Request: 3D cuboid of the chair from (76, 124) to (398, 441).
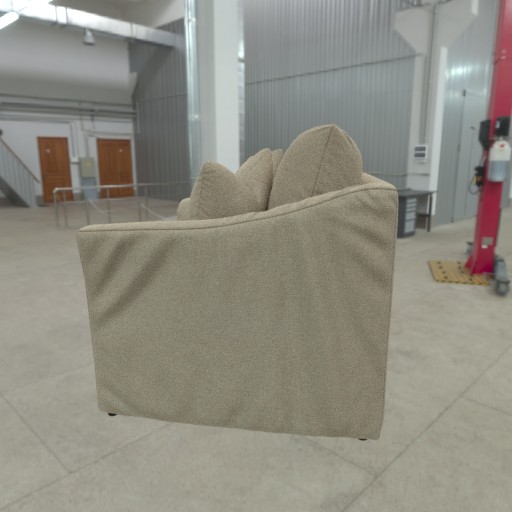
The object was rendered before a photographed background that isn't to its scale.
[{"bbox_3d":[0.000,0.000,2.022,1.071,1.093,1.194,2,13,9],"label":"chair"}]
